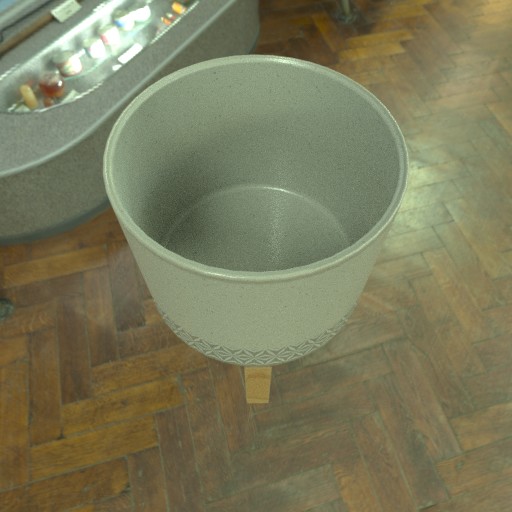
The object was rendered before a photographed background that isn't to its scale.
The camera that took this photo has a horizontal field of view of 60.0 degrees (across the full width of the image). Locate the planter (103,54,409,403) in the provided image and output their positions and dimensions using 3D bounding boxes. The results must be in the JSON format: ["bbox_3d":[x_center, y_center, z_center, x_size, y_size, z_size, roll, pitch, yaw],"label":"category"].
[{"bbox_3d":[0.000,0.000,0.265,0.130,0.178,0.130,0,58,0],"label":"planter"}]
